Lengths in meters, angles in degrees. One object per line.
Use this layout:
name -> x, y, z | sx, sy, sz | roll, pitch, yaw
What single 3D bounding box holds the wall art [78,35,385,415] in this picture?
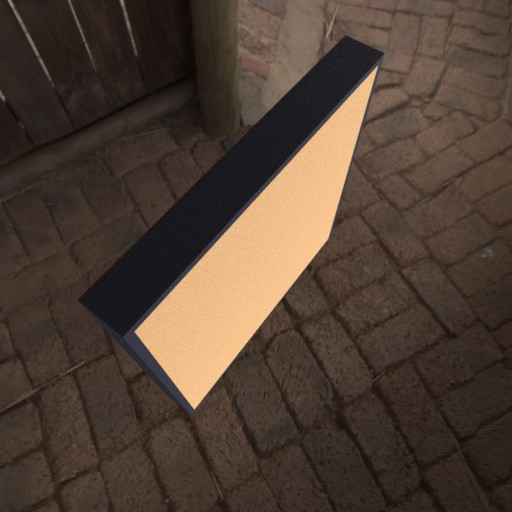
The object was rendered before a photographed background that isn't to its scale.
wall art -> 0.000, 0.000, 0.450 | 0.038, 0.304, 0.304 | 34, 67, 16
